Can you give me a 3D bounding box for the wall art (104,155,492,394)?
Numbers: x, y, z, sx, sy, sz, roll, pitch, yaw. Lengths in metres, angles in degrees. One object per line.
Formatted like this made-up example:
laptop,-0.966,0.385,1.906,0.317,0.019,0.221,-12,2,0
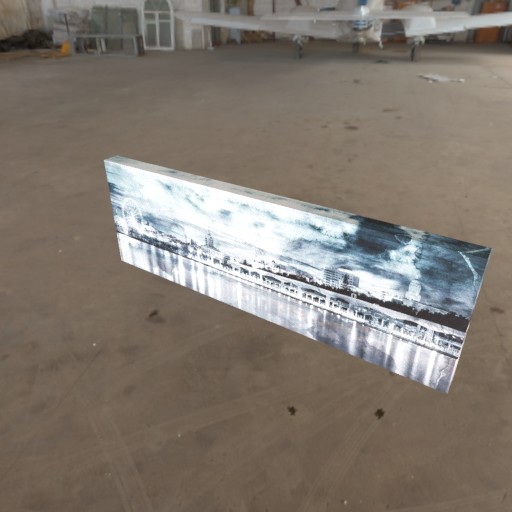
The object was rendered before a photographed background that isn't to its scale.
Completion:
wall art,0.000,0.000,0.843,0.759,0.251,0.037,18,35,29
